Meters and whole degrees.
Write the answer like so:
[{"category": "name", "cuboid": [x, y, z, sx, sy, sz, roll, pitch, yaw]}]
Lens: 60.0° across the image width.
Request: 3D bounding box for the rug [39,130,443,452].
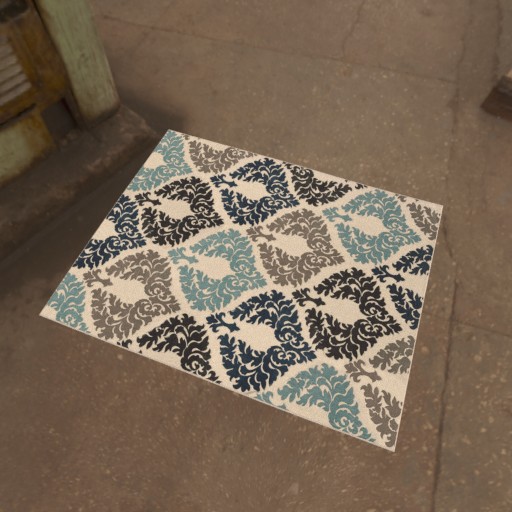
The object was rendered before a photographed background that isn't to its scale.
[{"category": "rug", "cuboid": [0.000, 0.000, 4.069, 3.040, 0.014, 2.423, 18, 60, 11]}]
